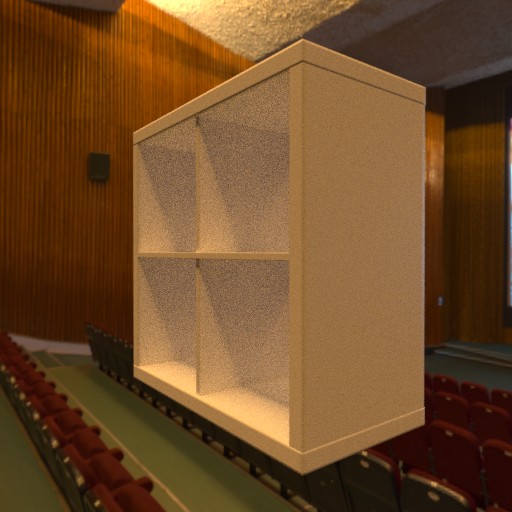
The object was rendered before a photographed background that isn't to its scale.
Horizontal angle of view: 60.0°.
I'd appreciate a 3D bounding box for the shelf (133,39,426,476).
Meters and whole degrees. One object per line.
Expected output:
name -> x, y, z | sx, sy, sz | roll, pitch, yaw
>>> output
shelf -> 0.000, 0.000, 1.229 | 0.390, 0.786, 0.790 | 0, 1, -37
